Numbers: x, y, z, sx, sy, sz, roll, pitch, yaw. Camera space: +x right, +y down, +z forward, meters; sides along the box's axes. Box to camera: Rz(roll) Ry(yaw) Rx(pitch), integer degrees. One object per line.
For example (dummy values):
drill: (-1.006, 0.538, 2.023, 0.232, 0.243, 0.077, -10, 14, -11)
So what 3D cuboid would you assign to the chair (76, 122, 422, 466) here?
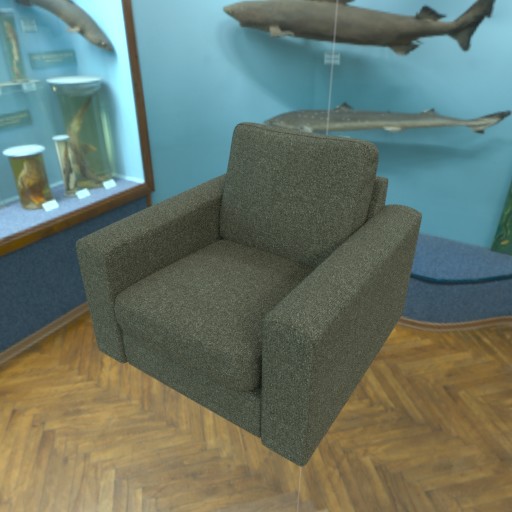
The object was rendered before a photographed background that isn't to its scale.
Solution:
chair: (0.000, 0.000, 1.784, 1.005, 0.873, 1.016, 18, 34, 29)
